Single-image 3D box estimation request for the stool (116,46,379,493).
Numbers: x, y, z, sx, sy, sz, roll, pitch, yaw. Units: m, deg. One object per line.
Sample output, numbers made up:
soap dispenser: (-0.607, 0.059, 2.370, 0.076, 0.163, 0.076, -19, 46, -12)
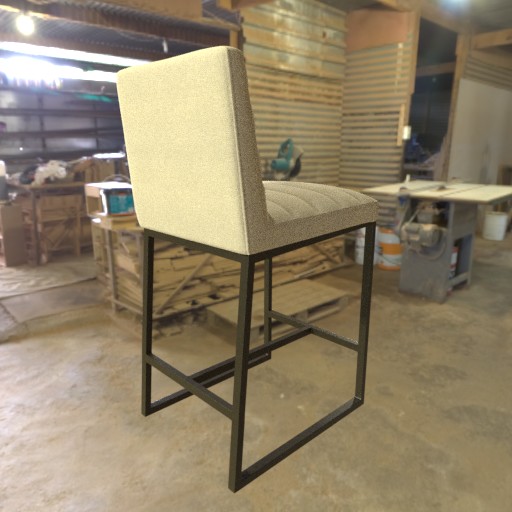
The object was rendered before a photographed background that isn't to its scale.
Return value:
stool: (0.000, 0.000, 1.249, 0.567, 0.971, 0.459, -13, 20, -42)
